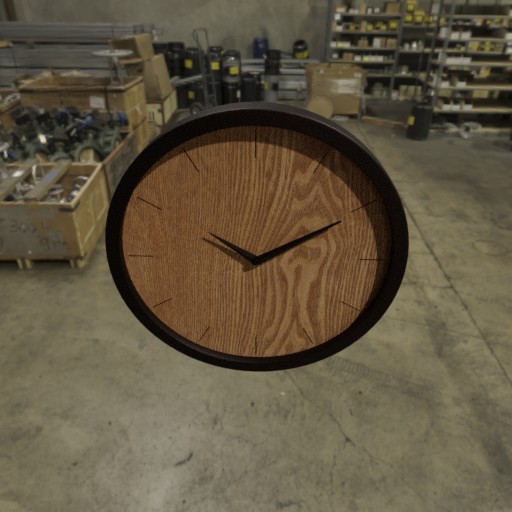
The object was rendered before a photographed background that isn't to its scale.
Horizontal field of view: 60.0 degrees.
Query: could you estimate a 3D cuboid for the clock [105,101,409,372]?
[{"bbox_3d":[0.000,0.000,0.475,0.314,0.314,0.029,1,31,2],"label":"clock"}]
